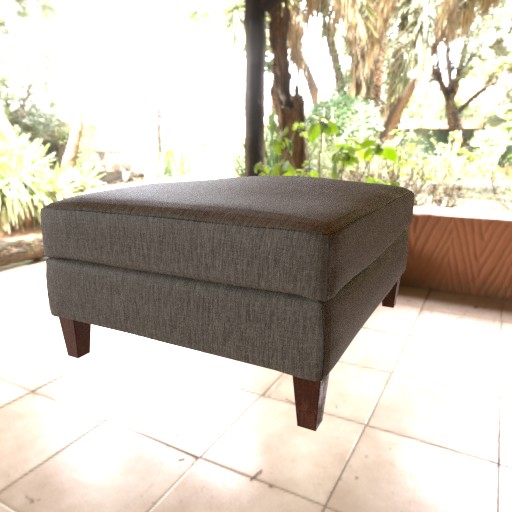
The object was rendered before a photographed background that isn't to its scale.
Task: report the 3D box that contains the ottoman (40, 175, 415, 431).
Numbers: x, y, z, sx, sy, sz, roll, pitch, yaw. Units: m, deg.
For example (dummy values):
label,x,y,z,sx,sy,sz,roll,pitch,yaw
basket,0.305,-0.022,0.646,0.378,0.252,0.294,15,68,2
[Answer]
label,x,y,z,sx,sy,sz,roll,pitch,yaw
ottoman,0.000,0.000,1.454,0.839,0.492,0.994,7,15,27
